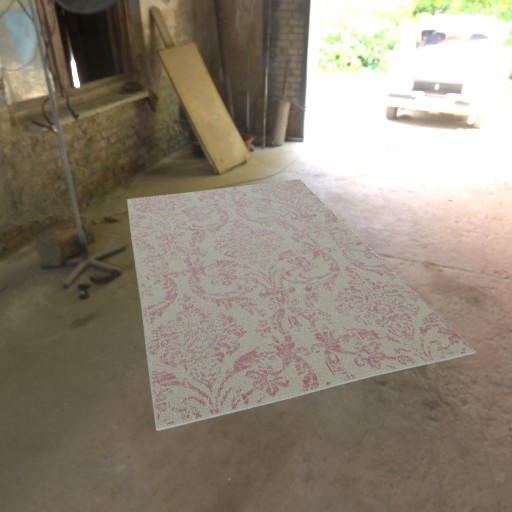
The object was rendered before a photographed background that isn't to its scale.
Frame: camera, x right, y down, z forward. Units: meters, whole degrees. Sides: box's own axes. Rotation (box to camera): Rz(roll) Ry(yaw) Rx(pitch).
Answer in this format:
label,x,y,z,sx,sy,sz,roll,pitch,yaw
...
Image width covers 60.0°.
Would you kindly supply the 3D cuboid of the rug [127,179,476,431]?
label,x,y,z,sx,sy,sz,roll,pitch,yaw
rug,0.000,0.000,2.306,1.219,0.012,1.839,-9,33,-14
